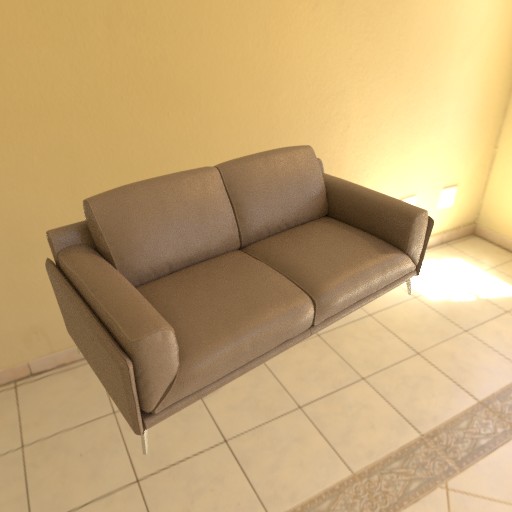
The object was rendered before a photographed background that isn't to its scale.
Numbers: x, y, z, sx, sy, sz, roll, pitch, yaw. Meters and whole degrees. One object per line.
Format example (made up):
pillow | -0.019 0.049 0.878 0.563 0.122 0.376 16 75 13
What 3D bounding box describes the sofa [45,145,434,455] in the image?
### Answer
sofa | 0.000 0.000 2.639 2.101 0.930 1.049 -22 36 -33
